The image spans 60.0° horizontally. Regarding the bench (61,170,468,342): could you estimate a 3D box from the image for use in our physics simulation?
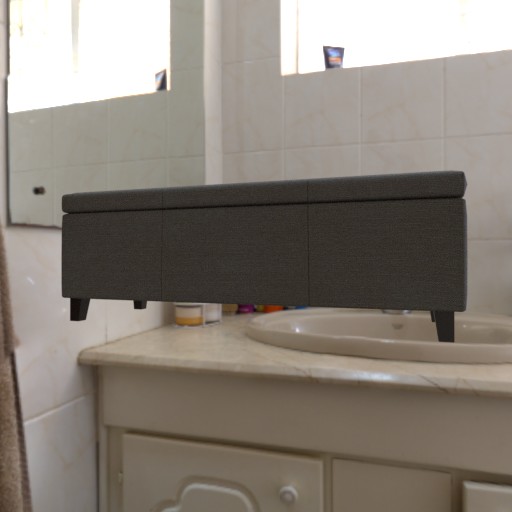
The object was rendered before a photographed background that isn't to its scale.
[{"bbox_3d":[0.000,0.000,1.494,1.269,0.438,0.446,0,0,19],"label":"bench"}]
